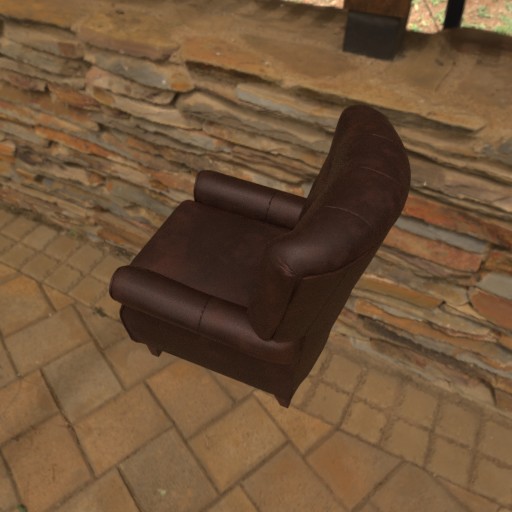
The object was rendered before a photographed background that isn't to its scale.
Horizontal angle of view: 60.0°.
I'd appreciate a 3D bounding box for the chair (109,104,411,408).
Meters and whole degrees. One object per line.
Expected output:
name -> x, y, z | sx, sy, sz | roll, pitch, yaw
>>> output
chair -> 0.000, 0.000, 1.925 | 1.058, 1.158, 0.948 | 17, 49, 15
